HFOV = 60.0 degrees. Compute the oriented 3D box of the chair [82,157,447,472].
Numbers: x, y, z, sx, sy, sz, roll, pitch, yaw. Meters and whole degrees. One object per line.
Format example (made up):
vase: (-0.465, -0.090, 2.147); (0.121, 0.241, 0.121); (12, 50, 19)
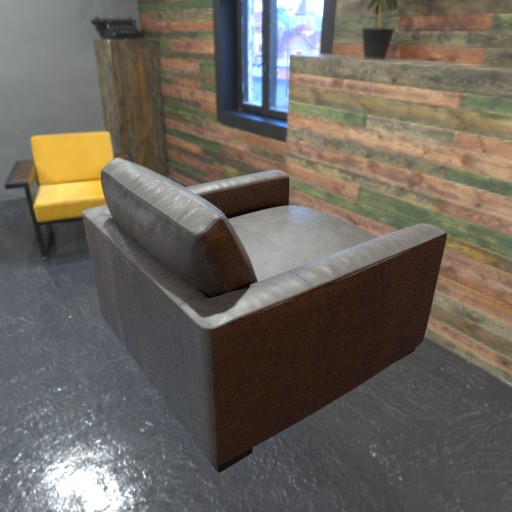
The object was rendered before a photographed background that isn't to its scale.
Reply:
chair: (0.000, 0.000, 1.850); (1.080, 0.807, 1.106); (-18, 32, -32)
